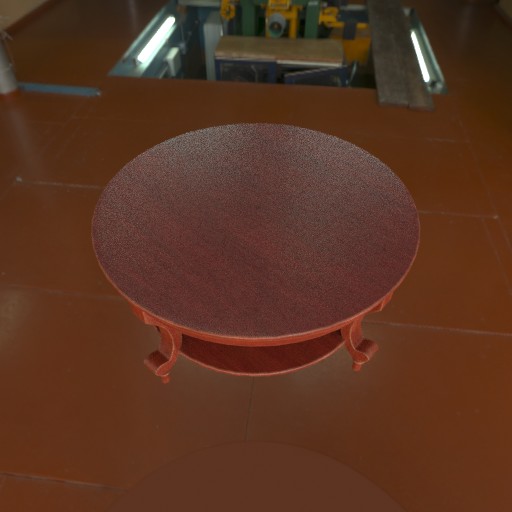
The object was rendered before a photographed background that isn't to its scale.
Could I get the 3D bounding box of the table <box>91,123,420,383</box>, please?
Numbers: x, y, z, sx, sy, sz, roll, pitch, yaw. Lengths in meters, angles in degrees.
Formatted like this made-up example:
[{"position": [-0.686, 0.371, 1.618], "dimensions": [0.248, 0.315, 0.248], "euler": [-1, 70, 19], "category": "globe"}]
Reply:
[{"position": [0.000, 0.000, 1.596], "dimensions": [1.029, 0.486, 1.029], "euler": [0, 46, 0], "category": "table"}]
